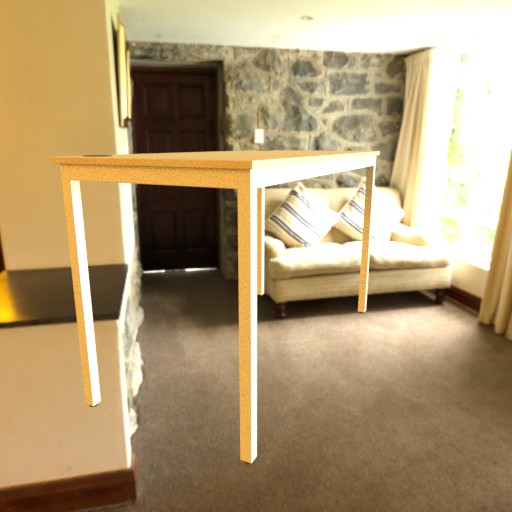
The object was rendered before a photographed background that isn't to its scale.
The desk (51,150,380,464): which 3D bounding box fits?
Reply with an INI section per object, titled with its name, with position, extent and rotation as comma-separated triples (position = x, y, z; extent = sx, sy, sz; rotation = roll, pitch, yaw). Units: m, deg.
[desk]
position = 0.000, 0.000, 1.647
extent = 0.600, 0.750, 1.200
rotation = 7, 16, 26
